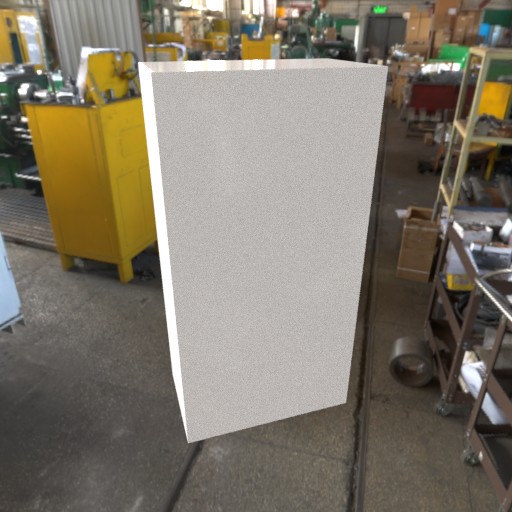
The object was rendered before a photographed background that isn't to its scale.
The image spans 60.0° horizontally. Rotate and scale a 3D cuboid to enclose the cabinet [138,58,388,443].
[{"bbox_3d":[0.000,0.000,2.411,0.980,1.920,0.580,-8,28,-16],"label":"cabinet"}]
